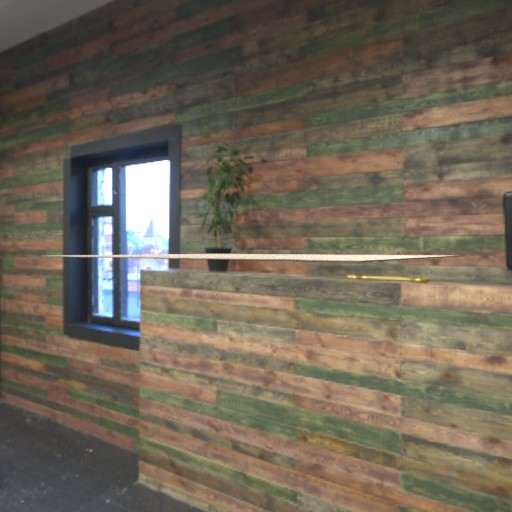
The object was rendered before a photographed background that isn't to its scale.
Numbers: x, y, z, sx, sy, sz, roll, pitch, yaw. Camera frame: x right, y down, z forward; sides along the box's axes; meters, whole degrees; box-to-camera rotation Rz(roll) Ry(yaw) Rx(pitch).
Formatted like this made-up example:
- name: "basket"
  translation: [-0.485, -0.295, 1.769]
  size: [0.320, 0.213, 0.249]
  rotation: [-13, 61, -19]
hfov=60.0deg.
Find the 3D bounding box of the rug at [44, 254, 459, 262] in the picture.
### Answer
- name: "rug"
  translation: [0.000, 0.000, 4.134]
  size: [3.048, 0.012, 2.444]
  rotation: [1, 1, 35]
